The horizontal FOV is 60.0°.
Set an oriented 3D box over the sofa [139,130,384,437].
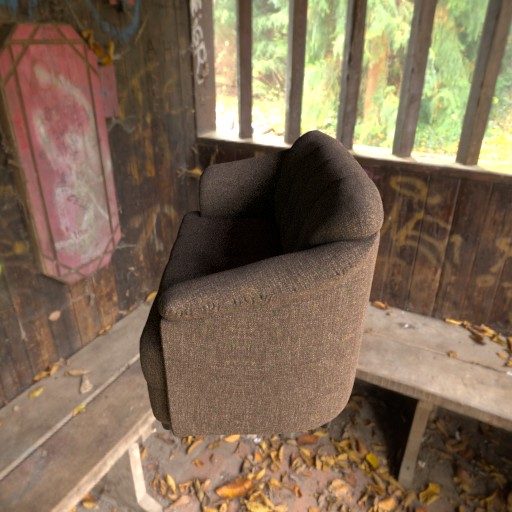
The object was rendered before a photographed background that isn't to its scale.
[{"bbox_3d":[0.000,0.000,1.954,0.799,0.895,1.404,0,27,-1],"label":"sofa"}]
